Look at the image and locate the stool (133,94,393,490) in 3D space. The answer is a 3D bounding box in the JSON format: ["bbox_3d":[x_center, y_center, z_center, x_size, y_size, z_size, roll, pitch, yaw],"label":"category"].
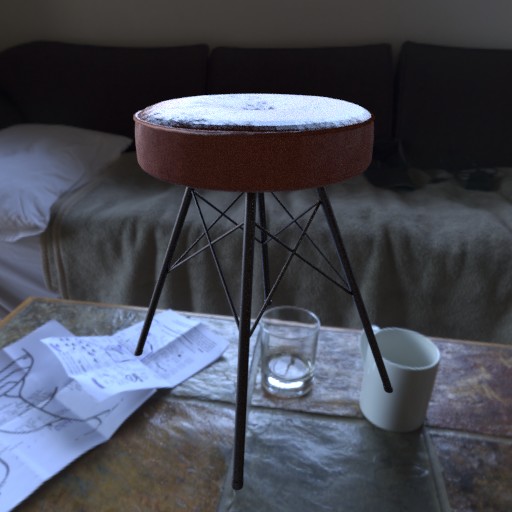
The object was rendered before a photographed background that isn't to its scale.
[{"bbox_3d":[0.000,0.000,0.895,0.421,0.593,0.457,-17,31,-32],"label":"stool"}]
